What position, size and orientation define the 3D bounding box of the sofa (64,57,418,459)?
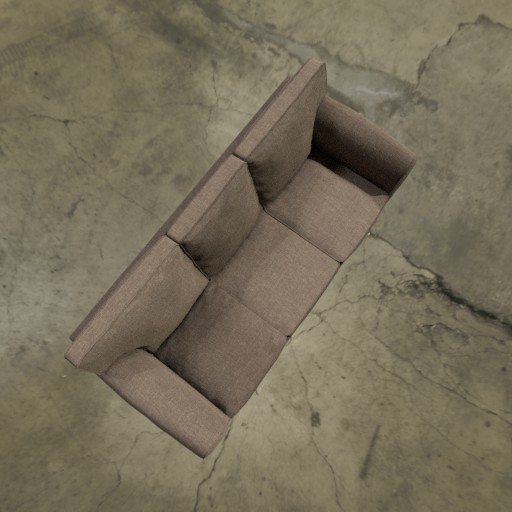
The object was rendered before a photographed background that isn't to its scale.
[{"bbox_3d":[0.000,0.000,2.613,0.916,0.961,2.084,35,78,9],"label":"sofa"}]
